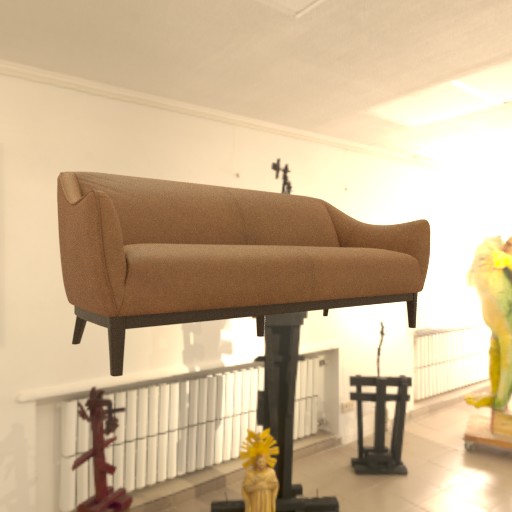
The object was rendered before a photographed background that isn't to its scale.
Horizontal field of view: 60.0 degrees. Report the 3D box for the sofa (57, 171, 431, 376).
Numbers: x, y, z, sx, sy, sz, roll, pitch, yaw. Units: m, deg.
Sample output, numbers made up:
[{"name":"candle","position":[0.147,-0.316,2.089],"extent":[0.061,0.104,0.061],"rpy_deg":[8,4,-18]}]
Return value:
[{"name":"sofa","position":[0.000,0.000,2.323],"extent":[1.928,0.830,0.869],"rpy_deg":[0,0,-37]}]
